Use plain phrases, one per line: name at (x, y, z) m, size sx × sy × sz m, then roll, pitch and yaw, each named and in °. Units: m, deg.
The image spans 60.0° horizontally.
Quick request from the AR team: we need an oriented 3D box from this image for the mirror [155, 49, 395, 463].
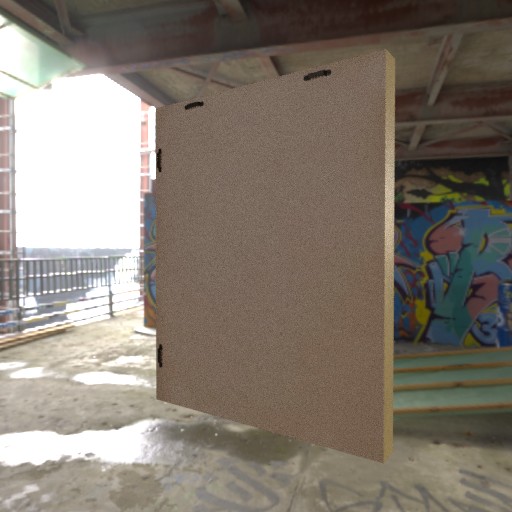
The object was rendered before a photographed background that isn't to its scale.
mirror at (0.000, 0.000, 0.670) m, size 0.405 × 0.508 × 0.041 m, roll 1°, pitch 1°, yaw 35°
